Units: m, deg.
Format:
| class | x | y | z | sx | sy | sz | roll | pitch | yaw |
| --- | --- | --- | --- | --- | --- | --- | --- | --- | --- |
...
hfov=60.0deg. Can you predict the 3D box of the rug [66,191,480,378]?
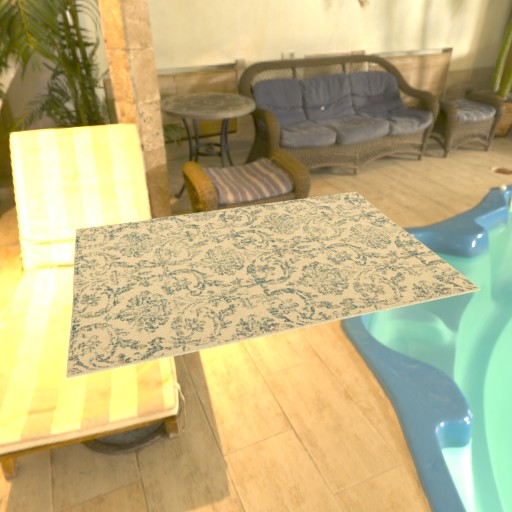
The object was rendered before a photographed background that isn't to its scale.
| class | x | y | z | sx | sy | sz | roll | pitch | yaw |
| --- | --- | --- | --- | --- | --- | --- | --- | --- | --- |
| rug | 0.000 | 0.000 | 3.504 | 2.746 | 0.018 | 1.819 | -9 | 33 | -15 |
